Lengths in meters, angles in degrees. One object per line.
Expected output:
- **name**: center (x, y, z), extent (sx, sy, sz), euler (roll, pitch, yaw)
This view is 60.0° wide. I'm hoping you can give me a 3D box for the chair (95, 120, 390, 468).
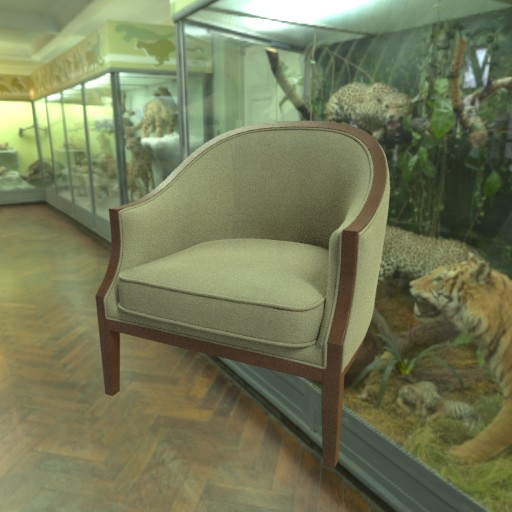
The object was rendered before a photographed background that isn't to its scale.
- **chair**: center (0.000, 0.000, 1.465), extent (0.803, 0.876, 0.735), euler (7, 17, 25)
